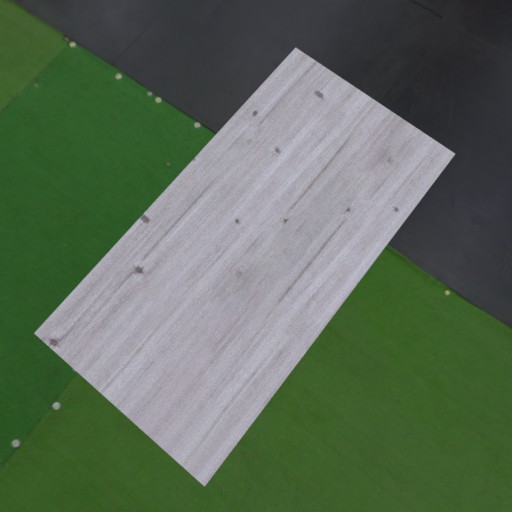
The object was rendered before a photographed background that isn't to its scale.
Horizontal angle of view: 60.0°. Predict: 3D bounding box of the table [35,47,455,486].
[{"bbox_3d":[0.000,0.000,1.683,0.700,0.450,1.350,38,78,9],"label":"table"}]
